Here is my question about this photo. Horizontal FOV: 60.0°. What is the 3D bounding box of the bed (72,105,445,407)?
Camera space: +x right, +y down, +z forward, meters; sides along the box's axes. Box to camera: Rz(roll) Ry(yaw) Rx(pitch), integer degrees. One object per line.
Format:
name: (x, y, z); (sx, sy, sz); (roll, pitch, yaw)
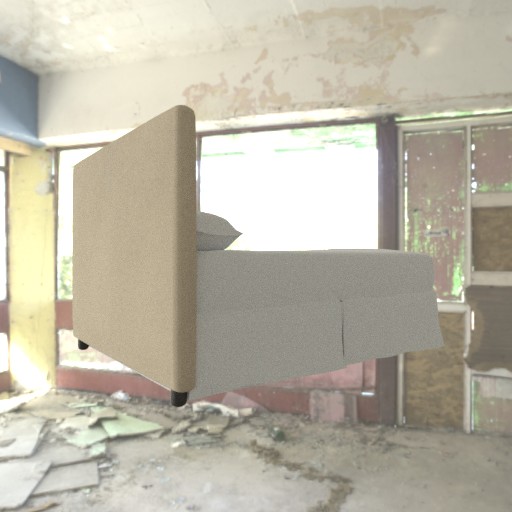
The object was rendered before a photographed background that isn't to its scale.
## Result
bed: (0.000, 0.000, 3.184); (2.142, 1.330, 1.723); (0, 0, -37)
